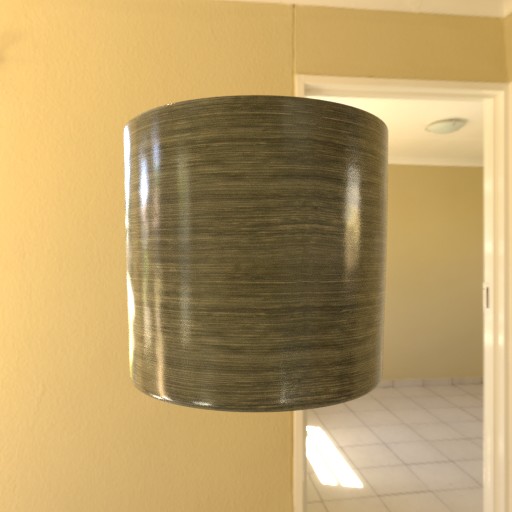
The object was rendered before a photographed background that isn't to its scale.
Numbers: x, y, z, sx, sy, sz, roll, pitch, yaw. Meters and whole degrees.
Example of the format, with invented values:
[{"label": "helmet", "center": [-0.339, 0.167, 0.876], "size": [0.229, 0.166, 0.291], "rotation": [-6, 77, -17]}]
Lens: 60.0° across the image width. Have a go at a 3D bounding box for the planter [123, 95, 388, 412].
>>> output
[{"label": "planter", "center": [0.000, 0.000, 0.387], "size": [0.221, 0.201, 0.221], "rotation": [0, 0, 0]}]
